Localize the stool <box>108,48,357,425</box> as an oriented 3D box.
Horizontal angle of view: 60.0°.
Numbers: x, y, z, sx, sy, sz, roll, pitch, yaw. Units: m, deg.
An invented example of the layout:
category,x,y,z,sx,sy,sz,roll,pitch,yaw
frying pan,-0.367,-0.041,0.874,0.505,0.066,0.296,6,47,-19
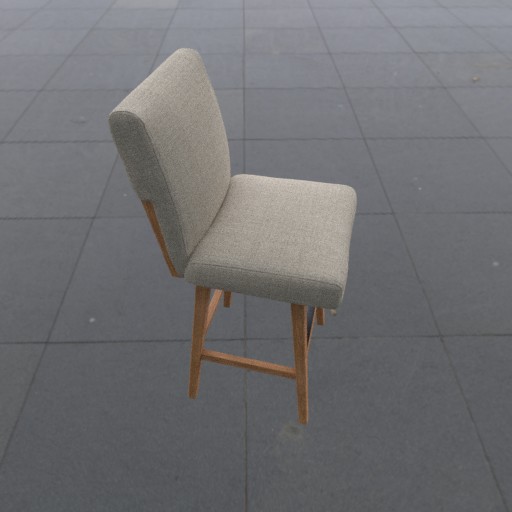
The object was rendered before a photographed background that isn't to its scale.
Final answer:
category,x,y,z,sx,sy,sz,roll,pitch,yaw
stool,0.000,0.000,1.411,0.569,1.106,0.483,10,44,10
